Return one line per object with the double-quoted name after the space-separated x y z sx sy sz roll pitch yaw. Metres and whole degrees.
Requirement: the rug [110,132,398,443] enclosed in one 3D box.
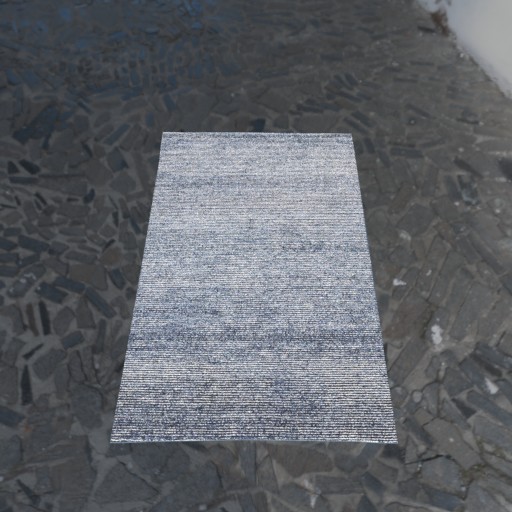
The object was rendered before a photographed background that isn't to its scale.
0.000 0.000 2.197 1.135 0.010 1.740 1 58 0 "rug"
